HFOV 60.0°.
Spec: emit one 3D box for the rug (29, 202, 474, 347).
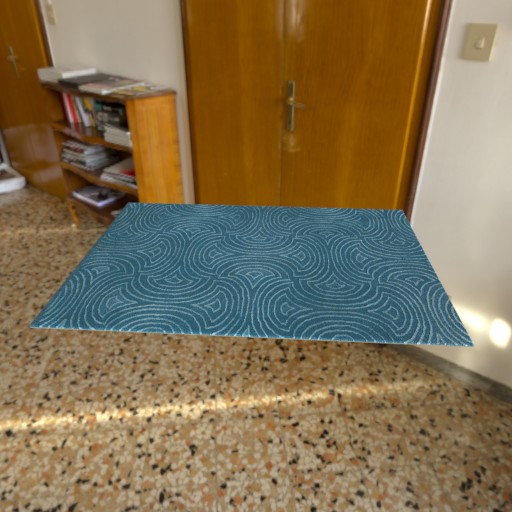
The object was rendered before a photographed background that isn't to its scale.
[{"bbox_3d":[0.000,0.000,2.793,2.144,0.015,1.543,2,30,3],"label":"rug"}]
